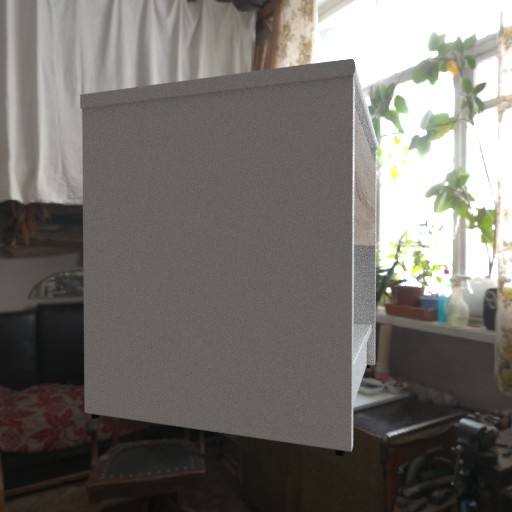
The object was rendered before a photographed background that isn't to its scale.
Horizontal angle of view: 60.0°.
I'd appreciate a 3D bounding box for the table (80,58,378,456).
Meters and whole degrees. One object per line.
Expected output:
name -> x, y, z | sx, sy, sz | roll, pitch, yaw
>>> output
table -> 0.000, 0.000, 0.766 | 0.380, 0.460, 0.420 | 0, 1, 19
